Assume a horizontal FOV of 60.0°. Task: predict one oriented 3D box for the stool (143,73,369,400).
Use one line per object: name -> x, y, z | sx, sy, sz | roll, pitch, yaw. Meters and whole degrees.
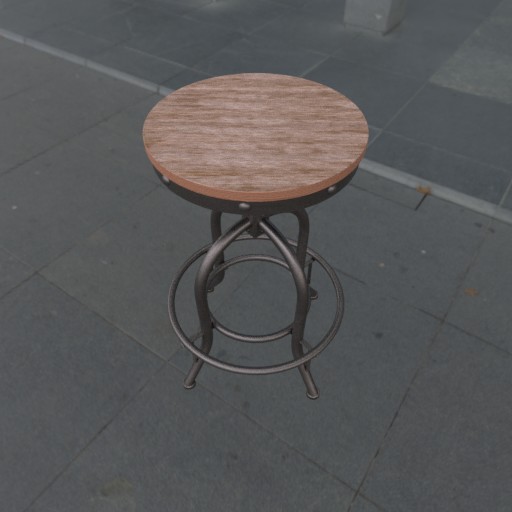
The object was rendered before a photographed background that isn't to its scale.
stool -> 0.000, 0.000, 0.914 | 0.439, 0.609, 0.439 | -31, 54, -26
